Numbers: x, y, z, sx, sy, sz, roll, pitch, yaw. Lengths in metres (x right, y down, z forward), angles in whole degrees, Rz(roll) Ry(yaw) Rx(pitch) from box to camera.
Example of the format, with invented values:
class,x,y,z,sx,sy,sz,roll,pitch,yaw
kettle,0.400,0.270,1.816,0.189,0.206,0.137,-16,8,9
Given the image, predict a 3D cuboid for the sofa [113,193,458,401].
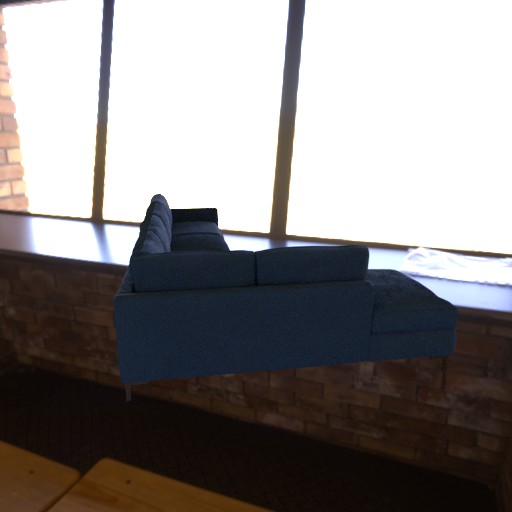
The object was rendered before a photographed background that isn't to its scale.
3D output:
class,x,y,z,sx,sy,sz,roll,pitch,yaw
sofa,0.000,0.000,3.876,2.007,0.815,2.949,-3,16,-9
